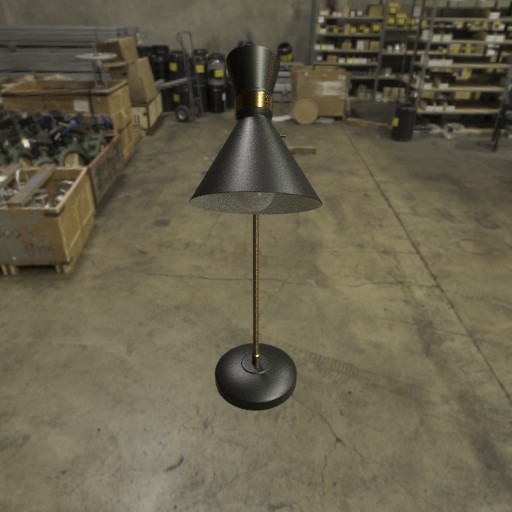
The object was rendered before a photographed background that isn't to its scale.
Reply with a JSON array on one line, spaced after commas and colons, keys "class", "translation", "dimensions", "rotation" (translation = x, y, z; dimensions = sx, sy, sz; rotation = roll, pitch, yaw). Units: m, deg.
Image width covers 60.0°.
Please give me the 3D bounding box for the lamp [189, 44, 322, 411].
[{"class": "lamp", "translation": [0.000, 0.000, 0.758], "dimensions": [0.189, 0.647, 0.292], "rotation": [0, 30, 0]}]
